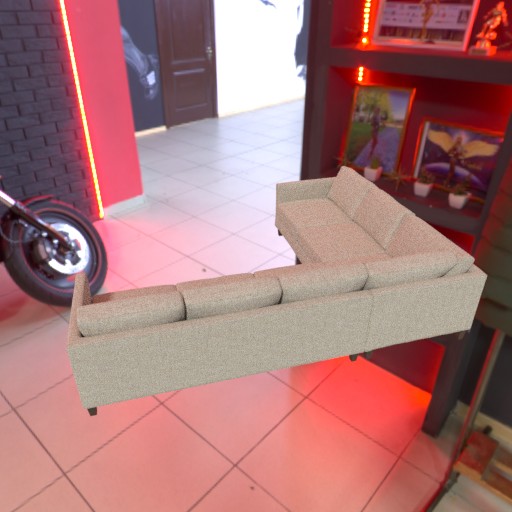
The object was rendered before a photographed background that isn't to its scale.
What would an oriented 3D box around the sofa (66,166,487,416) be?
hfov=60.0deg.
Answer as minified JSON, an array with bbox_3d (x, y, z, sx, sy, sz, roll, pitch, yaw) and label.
[{"bbox_3d":[0.000,0.000,4.281,3.182,0.863,2.432,-8,31,-13],"label":"sofa"}]
